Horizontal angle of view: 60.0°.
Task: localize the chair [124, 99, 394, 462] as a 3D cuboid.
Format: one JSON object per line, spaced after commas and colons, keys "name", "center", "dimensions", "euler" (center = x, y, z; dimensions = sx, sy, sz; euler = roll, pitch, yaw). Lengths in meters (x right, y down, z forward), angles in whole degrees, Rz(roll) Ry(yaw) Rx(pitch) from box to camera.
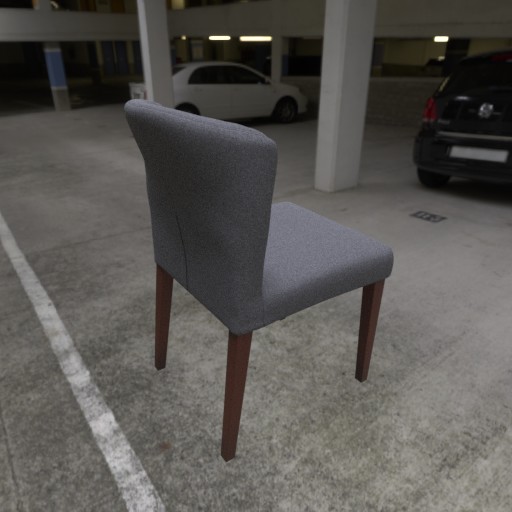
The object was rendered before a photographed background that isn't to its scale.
{"name": "chair", "center": [0.000, 0.000, 1.213], "dimensions": [0.592, 0.839, 0.491], "euler": [-17, 31, -31]}
